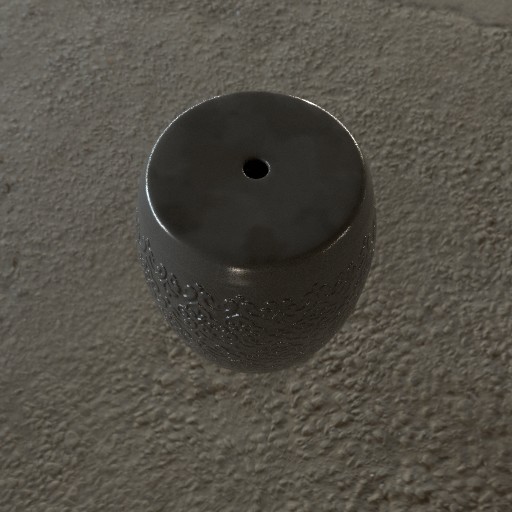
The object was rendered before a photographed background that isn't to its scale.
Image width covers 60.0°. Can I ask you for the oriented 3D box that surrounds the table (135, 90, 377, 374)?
[{"bbox_3d":[0.000,0.000,0.634,0.309,0.397,0.309,0,62,0],"label":"table"}]
